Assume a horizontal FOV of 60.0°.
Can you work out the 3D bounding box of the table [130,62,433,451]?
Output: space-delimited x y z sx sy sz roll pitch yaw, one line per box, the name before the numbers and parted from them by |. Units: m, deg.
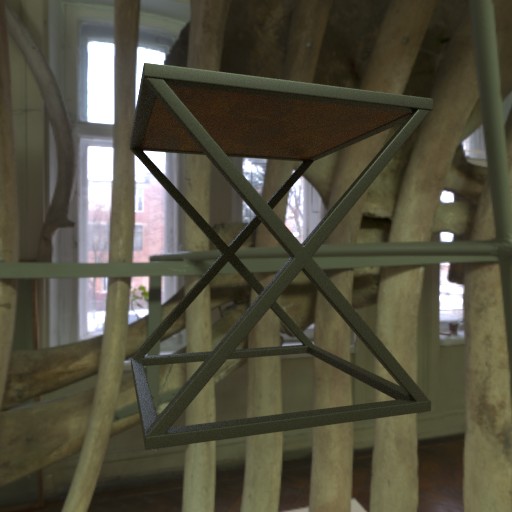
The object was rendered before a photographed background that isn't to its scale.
table | 0.000 0.000 0.951 0.500 0.565 0.500 0 1 -18
